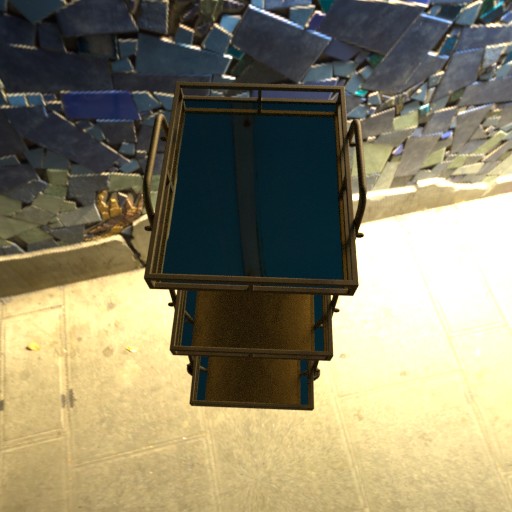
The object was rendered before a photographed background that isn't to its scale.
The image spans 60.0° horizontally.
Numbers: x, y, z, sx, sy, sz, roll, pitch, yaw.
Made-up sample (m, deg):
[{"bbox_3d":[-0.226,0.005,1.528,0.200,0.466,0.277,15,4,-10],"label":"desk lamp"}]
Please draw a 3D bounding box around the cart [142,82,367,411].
[{"bbox_3d":[0.000,0.000,1.232,0.441,0.883,0.711,2,63,1],"label":"cart"}]
